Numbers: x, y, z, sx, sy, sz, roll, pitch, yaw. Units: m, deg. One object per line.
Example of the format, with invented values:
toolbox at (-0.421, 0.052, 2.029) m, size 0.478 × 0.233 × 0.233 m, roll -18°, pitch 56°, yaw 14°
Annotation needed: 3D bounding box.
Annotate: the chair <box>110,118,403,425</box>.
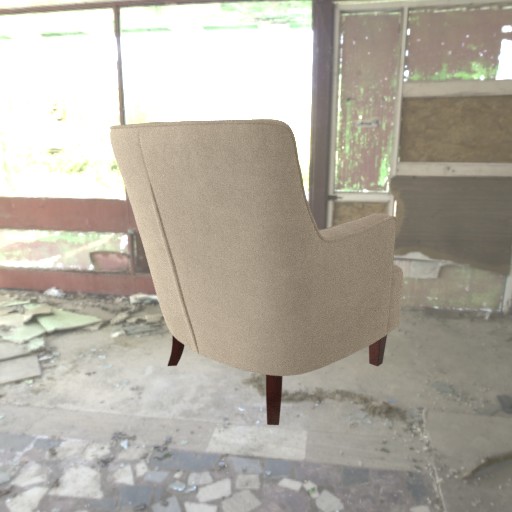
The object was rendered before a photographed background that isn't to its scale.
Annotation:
chair at (0.000, 0.000, 1.626) m, size 0.781 × 0.920 × 0.910 m, roll 13°, pitch 19°, yaw 43°
